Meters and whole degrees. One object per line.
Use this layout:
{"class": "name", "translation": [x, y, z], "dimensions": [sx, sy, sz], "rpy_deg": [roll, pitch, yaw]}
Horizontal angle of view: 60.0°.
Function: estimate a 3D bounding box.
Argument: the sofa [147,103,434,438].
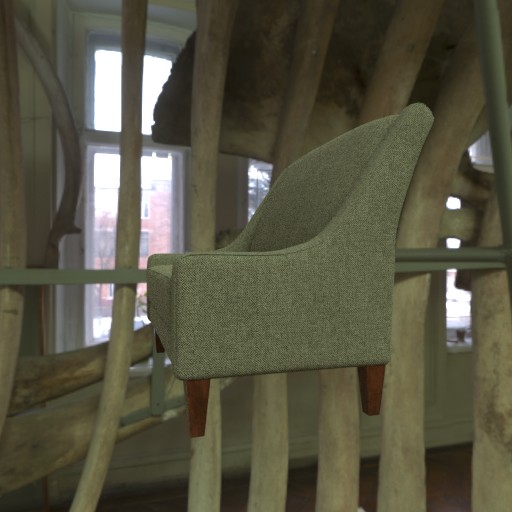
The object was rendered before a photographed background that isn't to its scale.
{"class": "sofa", "translation": [0.000, 0.000, 1.914], "dimensions": [0.870, 1.021, 1.242], "rpy_deg": [0, 0, -17]}
